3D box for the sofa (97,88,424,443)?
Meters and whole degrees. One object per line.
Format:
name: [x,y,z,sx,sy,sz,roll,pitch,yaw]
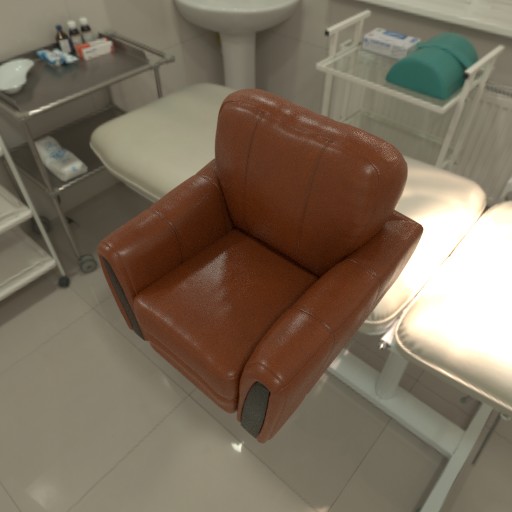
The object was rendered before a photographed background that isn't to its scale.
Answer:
sofa: [0.000,0.000,1.536,0.836,0.876,0.789,32,54,27]
